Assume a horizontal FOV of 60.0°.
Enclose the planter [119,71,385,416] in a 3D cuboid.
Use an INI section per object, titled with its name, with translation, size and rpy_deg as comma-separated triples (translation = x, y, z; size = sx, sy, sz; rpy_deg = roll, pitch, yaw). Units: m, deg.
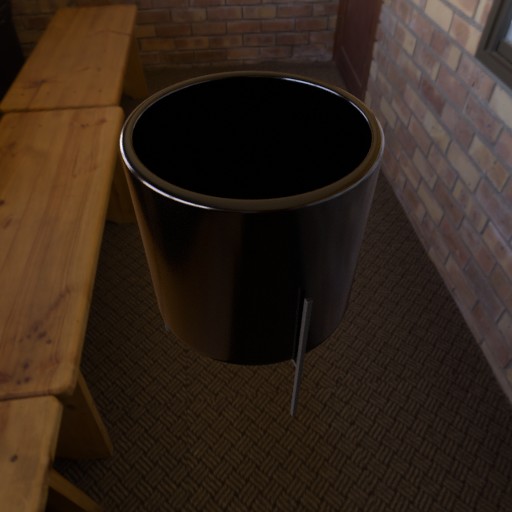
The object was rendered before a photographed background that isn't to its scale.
[planter]
translation = 0.000, 0.000, 0.661
size = 0.310, 0.432, 0.310
rpy_deg = -30, 53, -26
